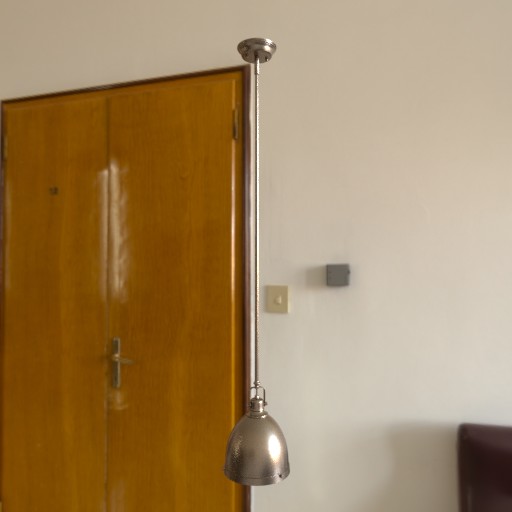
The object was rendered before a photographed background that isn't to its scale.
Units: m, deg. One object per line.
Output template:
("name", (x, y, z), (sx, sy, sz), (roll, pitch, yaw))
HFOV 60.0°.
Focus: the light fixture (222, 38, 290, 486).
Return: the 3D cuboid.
("light fixture", (0.000, 0.000, 1.436), (0.217, 1.367, 0.211), (1, -2, -18))
